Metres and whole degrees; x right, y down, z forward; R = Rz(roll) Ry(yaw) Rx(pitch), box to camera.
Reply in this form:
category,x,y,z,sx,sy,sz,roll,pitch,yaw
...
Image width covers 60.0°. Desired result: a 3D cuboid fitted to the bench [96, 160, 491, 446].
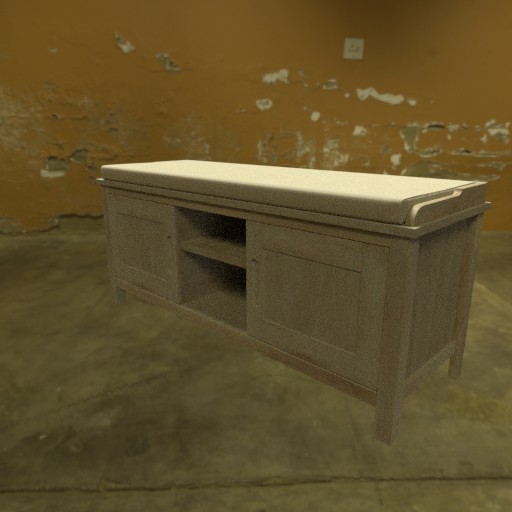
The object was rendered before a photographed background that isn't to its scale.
category,x,y,z,sx,sy,sz,roll,pitch,yaw
bench,0.000,0.000,1.331,1.140,0.501,0.398,15,22,42
